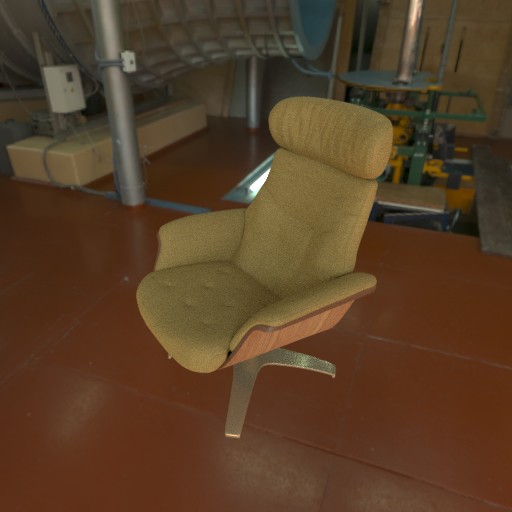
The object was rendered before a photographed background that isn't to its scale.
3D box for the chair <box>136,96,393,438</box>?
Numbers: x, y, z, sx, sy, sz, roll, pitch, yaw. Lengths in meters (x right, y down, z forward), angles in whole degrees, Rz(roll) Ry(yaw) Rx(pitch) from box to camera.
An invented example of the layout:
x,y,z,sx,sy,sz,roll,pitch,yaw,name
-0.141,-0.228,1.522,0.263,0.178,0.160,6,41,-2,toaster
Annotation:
x,y,z,sx,sy,sz,roll,pitch,yaw,name
0.000,0.000,1.602,0.837,0.995,0.785,-19,35,-30,chair
